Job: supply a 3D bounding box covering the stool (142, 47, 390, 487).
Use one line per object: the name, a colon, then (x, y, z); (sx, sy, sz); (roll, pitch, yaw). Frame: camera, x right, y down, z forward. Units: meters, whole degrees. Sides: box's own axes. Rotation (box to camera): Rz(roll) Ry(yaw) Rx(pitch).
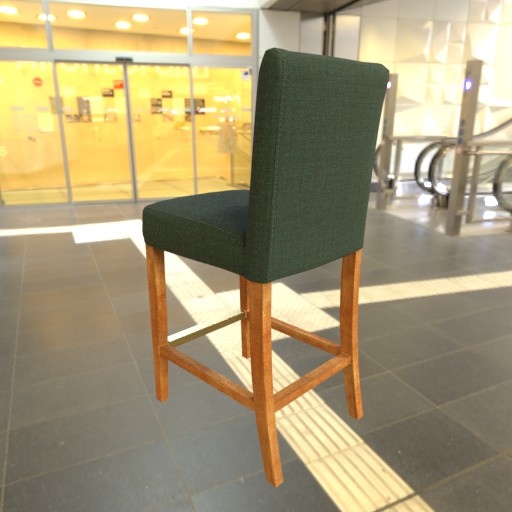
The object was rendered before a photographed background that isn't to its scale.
stool: (0.000, 0.000, 1.308); (0.454, 1.039, 0.567); (-16, 24, -42)
